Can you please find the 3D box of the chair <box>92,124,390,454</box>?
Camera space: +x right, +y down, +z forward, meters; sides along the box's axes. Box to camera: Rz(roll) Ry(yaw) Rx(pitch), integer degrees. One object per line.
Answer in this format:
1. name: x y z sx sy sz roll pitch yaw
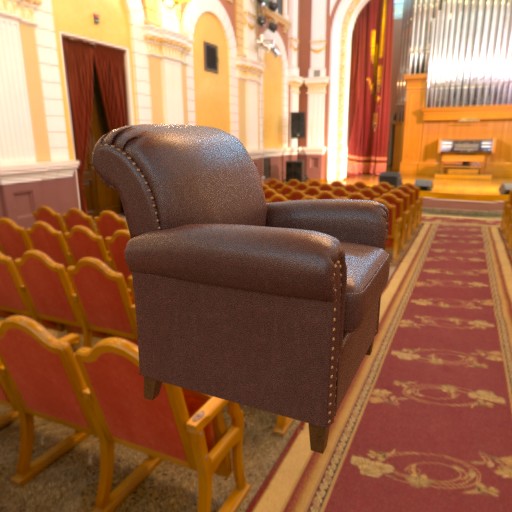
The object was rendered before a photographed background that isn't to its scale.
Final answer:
1. chair: 0.000 0.000 1.618 0.890 0.927 0.854 7 16 25
